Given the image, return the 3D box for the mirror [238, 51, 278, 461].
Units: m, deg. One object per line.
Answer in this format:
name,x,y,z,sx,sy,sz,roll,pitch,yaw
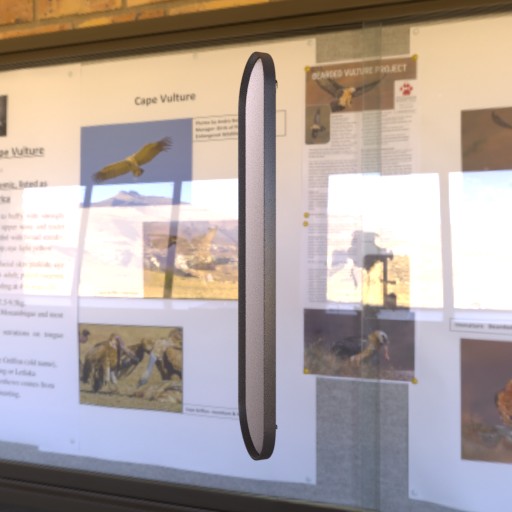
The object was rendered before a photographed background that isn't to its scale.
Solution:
mirror,0.000,0.000,1.102,0.032,0.991,0.222,0,0,-18
